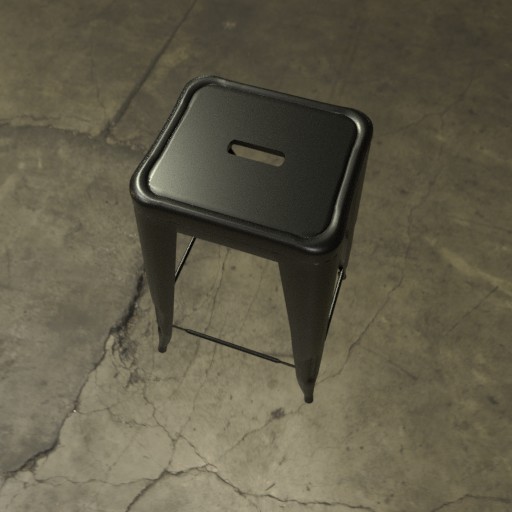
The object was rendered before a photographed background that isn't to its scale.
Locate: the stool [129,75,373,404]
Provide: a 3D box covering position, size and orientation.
[{"bbox_3d":[0.000,0.000,0.875,0.399,0.609,0.359,16,63,9],"label":"stool"}]
